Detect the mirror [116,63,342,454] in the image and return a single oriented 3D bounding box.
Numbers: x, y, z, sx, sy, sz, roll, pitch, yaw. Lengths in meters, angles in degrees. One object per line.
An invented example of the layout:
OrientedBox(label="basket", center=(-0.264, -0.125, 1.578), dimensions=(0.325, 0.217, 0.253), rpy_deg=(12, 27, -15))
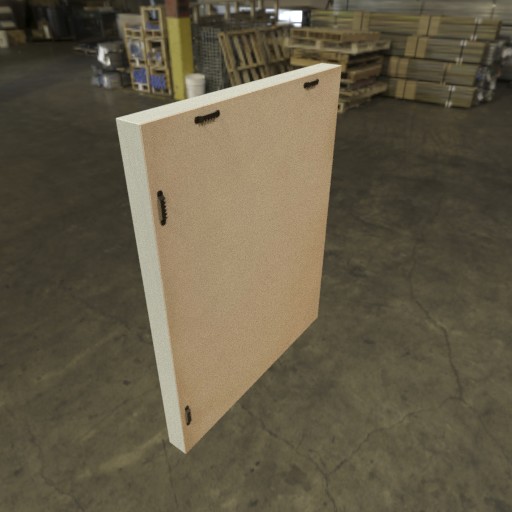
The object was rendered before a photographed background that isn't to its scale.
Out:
OrientedBox(label="mirror", center=(0.000, 0.000, 0.695), dimensions=(0.041, 0.508, 0.405), rpy_deg=(22, 38, 30))
